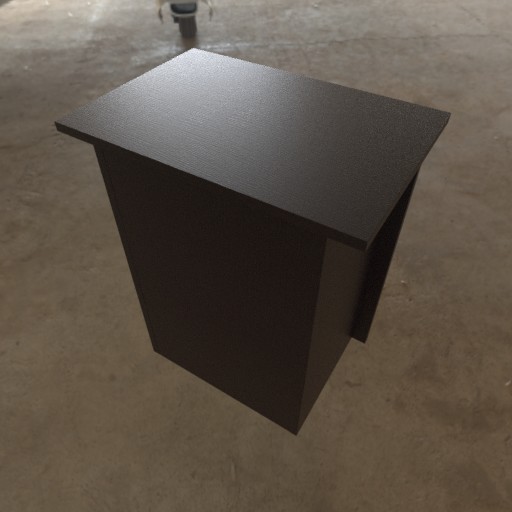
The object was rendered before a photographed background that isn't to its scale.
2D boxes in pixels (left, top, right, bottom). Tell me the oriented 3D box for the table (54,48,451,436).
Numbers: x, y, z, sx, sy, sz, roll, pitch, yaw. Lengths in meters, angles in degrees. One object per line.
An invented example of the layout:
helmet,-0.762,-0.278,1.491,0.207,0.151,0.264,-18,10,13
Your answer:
table,0.000,0.000,1.049,0.589,0.711,0.408,24,50,22
